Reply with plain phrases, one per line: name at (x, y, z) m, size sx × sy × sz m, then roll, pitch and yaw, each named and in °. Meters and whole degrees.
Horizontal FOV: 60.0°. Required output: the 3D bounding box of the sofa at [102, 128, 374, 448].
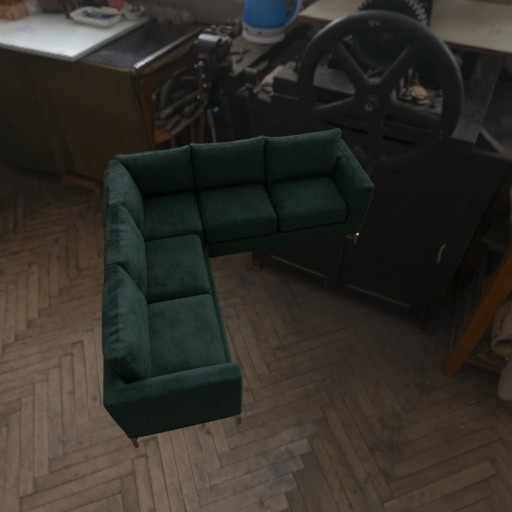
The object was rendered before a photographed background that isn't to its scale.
sofa at (0.000, 0.000, 3.812) m, size 2.452 × 1.004 × 2.468 m, roll -10°, pitch 47°, yaw -9°
